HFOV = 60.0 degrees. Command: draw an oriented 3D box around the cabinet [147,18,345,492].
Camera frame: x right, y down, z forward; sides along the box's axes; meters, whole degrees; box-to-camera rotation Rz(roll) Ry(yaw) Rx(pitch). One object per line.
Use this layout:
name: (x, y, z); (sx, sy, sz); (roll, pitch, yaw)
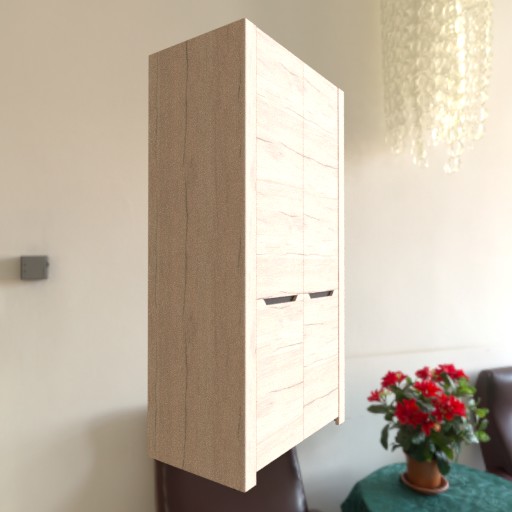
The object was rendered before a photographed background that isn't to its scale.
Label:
cabinet: (0.000, 0.000, 2.360); (0.580, 1.930, 0.980); (0, -1, 35)
